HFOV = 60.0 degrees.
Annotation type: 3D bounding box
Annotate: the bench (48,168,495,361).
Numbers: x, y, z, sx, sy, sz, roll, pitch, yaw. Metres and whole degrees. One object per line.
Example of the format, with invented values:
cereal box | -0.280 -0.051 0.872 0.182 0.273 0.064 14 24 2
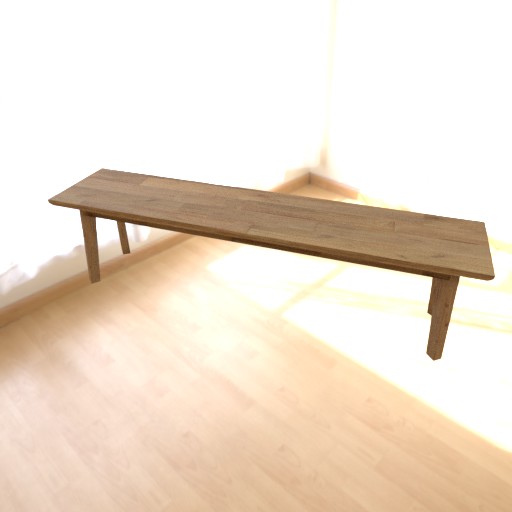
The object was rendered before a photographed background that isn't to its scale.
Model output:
bench | 0.000 0.000 1.871 1.698 0.431 0.378 10 34 16
